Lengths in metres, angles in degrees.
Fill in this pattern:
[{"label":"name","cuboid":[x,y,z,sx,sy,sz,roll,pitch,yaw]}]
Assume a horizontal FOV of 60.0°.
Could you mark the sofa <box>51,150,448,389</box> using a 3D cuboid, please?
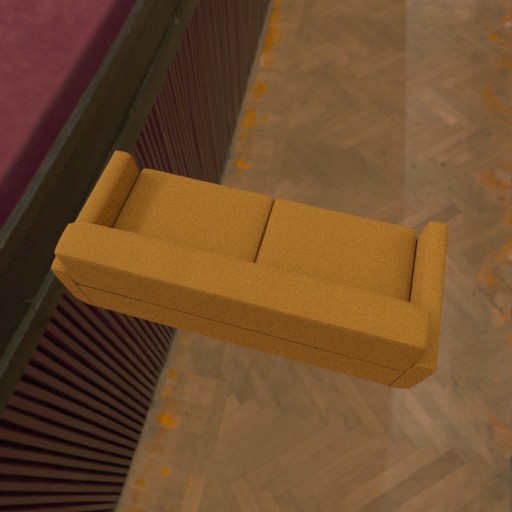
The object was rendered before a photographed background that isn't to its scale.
[{"label":"sofa","cuboid":[0.000,0.000,2.563,2.029,0.841,0.909,14,63,7]}]
